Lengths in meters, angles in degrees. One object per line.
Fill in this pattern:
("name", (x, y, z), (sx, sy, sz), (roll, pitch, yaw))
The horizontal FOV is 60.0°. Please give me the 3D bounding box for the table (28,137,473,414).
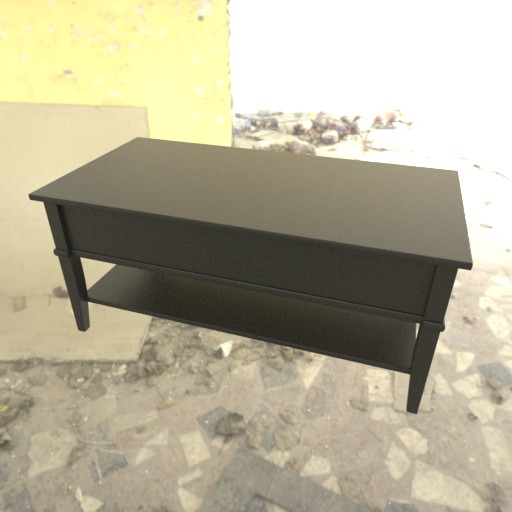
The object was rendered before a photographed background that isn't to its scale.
("table", (0.000, 0.000, 1.317), (1.044, 0.470, 0.523), (10, 33, 16))
